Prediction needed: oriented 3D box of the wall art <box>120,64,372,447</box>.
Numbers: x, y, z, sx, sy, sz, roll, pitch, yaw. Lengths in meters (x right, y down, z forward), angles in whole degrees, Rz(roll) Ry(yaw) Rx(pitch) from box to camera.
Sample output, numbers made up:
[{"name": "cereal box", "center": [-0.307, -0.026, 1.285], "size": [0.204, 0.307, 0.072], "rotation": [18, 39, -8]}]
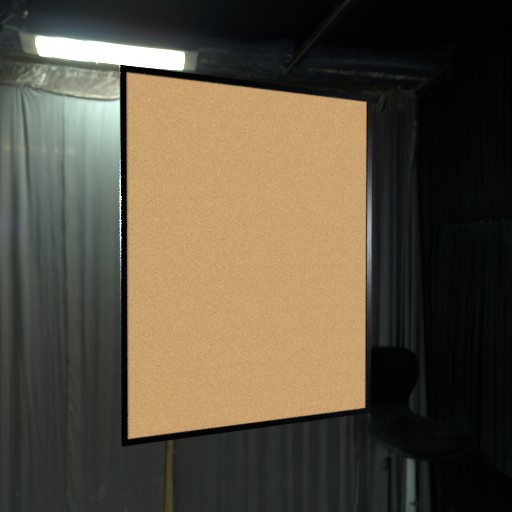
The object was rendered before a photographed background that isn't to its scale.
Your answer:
[{"name": "wall art", "center": [0.000, 0.000, 1.376], "size": [0.805, 1.062, 0.040], "rotation": [0, 1, -19]}]
